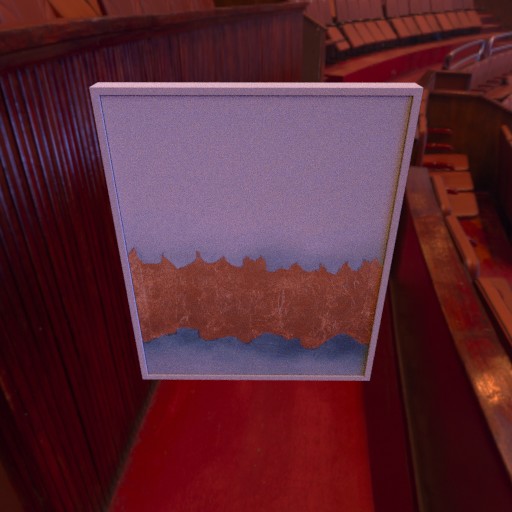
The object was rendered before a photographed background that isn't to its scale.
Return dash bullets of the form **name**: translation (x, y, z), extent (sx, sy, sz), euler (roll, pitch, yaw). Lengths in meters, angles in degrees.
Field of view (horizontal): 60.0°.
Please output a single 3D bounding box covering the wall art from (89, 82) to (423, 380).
- **wall art**: translation (0.000, 0.000, 0.757), extent (0.451, 0.553, 0.039), euler (0, 31, 0)
